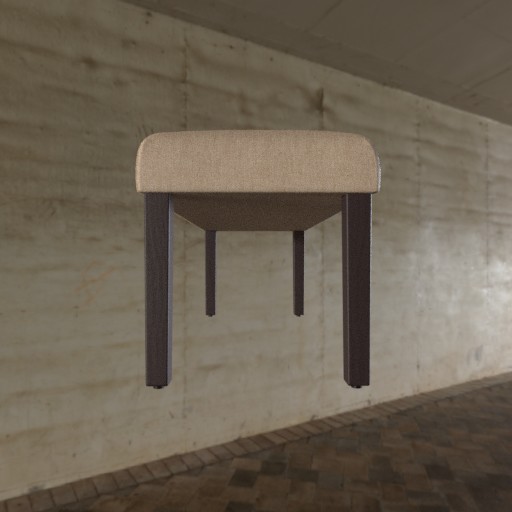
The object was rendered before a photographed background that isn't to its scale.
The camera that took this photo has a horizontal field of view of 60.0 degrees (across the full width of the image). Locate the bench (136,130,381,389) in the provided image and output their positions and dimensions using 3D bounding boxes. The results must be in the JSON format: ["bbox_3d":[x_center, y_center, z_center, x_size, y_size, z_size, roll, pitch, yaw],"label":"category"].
[{"bbox_3d":[0.000,0.000,1.232,0.407,0.456,1.013,0,0,0],"label":"bench"}]
